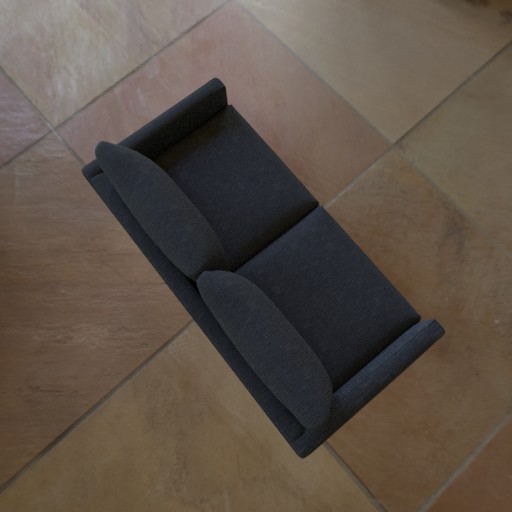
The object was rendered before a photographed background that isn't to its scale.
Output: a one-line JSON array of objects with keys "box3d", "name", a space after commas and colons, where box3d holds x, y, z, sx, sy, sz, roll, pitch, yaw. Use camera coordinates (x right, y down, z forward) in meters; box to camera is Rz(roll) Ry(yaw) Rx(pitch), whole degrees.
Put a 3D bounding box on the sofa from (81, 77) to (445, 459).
[{"box3d": [0.000, 0.000, 2.252, 0.866, 0.862, 1.716, -38, 79, -9], "name": "sofa"}]
